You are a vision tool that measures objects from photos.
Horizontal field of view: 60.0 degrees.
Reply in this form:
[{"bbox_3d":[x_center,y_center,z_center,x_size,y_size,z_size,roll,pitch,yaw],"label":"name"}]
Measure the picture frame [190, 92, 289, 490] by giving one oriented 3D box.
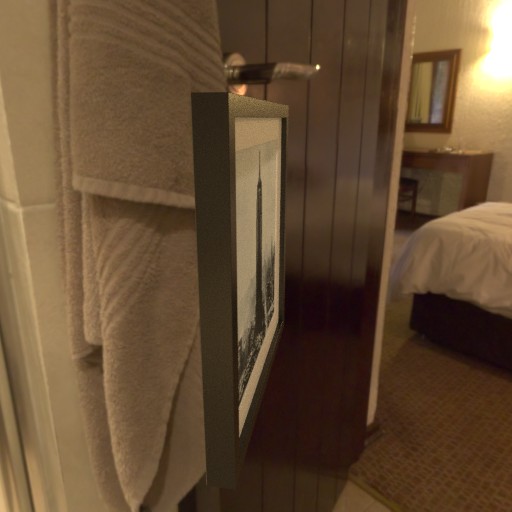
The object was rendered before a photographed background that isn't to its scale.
[{"bbox_3d":[0.000,0.000,0.535,0.029,0.353,0.355,3,18,10],"label":"picture frame"}]
